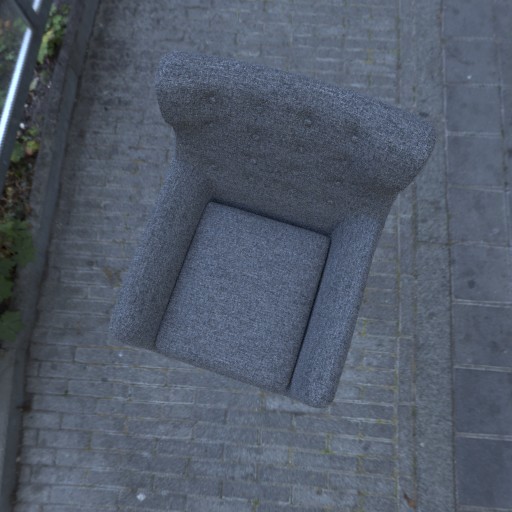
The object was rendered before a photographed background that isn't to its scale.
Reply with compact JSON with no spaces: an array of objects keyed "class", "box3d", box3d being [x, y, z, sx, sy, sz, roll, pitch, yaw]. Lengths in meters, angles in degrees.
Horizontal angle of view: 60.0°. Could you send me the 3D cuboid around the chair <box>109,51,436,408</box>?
[{"class":"chair","box3d":[0.000,0.000,1.721,0.889,1.039,0.940,17,76,5]}]
